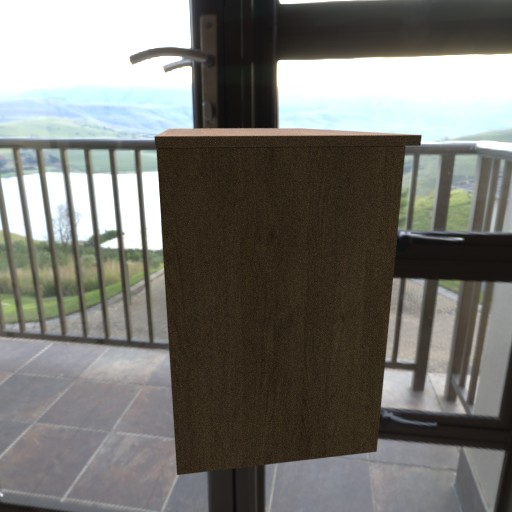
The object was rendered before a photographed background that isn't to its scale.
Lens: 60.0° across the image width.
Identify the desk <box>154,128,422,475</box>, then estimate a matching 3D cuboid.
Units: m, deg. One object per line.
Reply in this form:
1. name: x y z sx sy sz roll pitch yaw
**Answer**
1. desk: 0.000 0.000 1.332 0.498 0.724 0.893 -3 17 -9
